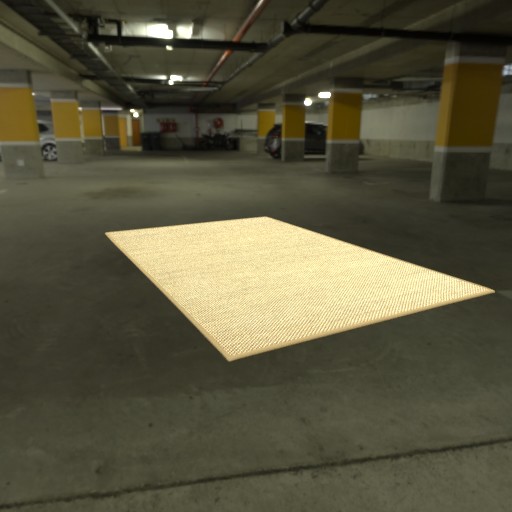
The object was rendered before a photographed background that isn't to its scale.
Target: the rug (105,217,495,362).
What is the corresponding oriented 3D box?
[{"bbox_3d":[0.000,0.000,2.056,1.062,0.013,1.667,-8,17,-27],"label":"rug"}]
